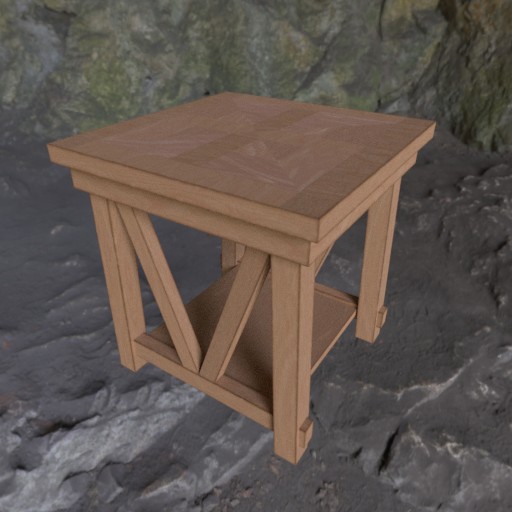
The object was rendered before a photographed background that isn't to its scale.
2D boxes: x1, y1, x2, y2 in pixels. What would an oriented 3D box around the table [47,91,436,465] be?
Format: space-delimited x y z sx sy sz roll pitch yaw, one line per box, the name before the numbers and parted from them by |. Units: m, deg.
table | 0.000 0.000 1.134 0.612 0.638 0.610 19 36 28
